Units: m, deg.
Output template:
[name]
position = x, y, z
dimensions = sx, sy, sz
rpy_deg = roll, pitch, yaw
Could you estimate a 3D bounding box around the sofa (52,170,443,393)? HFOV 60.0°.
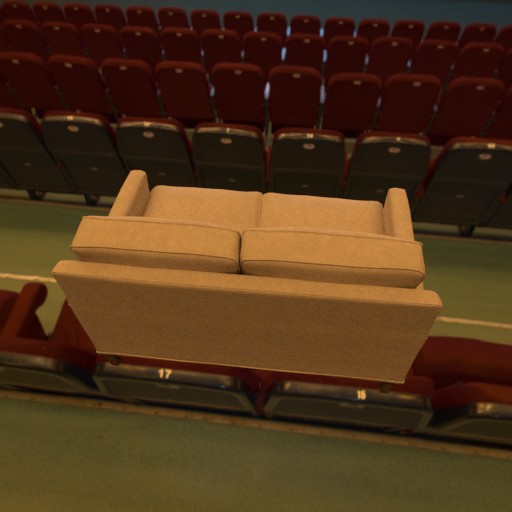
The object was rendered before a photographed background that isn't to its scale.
[sofa]
position = 0.000, 0.000, 2.294
dimensions = 1.597, 1.002, 1.084
rpy_deg = 5, 46, 4
